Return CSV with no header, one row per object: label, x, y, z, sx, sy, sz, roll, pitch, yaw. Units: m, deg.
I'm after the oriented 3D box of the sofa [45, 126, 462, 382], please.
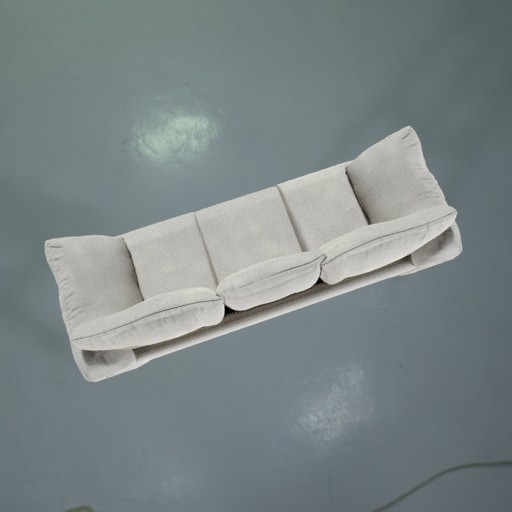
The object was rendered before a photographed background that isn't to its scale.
sofa,0.000,0.000,2.827,2.334,0.996,0.878,-18,77,-4
